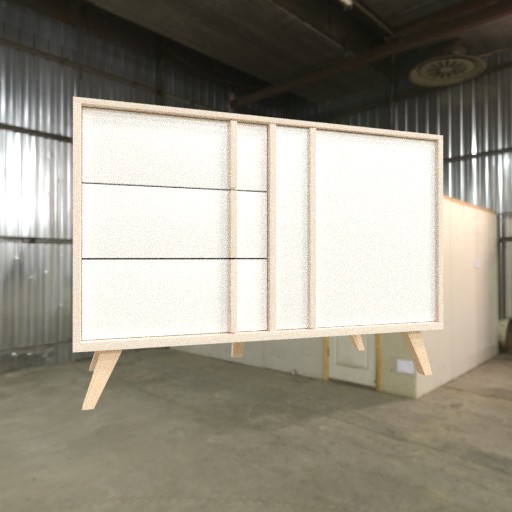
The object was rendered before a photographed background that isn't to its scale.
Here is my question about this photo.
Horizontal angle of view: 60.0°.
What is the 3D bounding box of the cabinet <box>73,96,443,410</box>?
[{"bbox_3d":[0.000,0.000,1.497,1.110,0.780,0.500,0,0,-18],"label":"cabinet"}]
